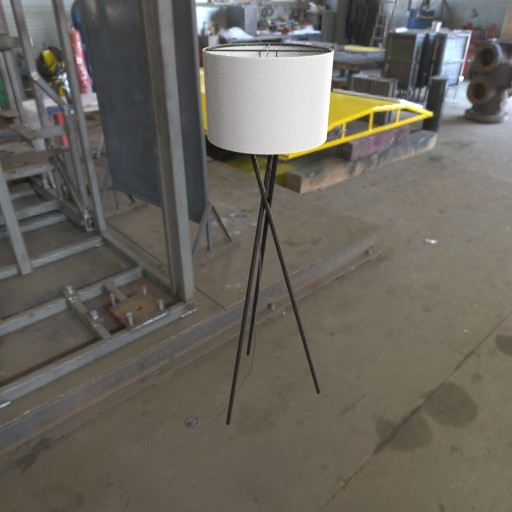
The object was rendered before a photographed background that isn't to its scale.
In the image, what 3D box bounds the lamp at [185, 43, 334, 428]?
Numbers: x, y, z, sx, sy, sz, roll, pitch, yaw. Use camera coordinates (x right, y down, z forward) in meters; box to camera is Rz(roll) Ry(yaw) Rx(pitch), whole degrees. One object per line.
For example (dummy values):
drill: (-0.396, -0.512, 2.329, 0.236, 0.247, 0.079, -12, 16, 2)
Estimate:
lamp: (0.000, 0.000, 1.904, 0.667, 1.624, 0.522, 1, 31, 2)
